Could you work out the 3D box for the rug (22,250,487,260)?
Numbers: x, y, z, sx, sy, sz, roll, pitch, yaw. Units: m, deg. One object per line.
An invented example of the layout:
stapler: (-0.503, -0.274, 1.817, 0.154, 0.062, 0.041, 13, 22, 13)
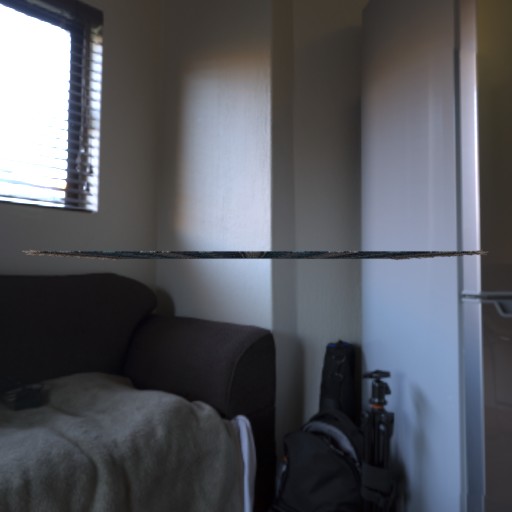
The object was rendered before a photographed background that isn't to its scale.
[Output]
rug: (0.000, 0.000, 2.410, 1.936, 0.028, 1.181, 0, -2, 0)
